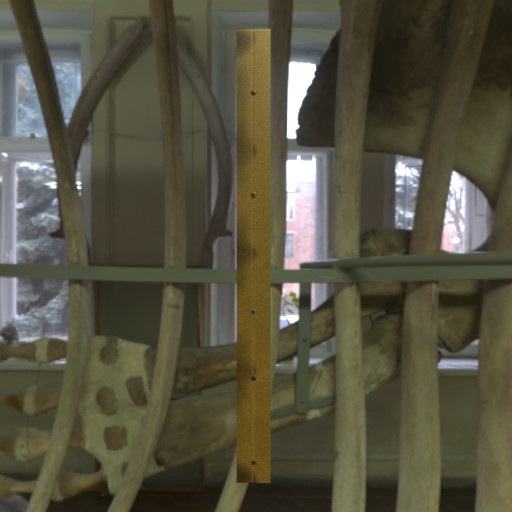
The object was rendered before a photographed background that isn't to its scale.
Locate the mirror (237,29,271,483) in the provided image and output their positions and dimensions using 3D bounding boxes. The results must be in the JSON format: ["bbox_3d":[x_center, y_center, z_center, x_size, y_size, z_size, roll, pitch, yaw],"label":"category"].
[{"bbox_3d":[0.000,0.000,0.749,0.042,0.507,0.509,0,0,1],"label":"mirror"}]
